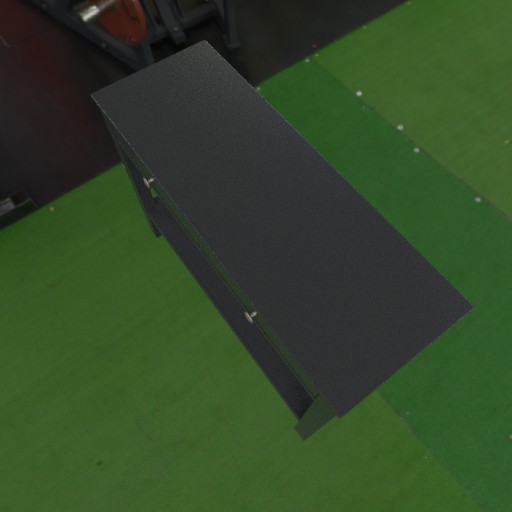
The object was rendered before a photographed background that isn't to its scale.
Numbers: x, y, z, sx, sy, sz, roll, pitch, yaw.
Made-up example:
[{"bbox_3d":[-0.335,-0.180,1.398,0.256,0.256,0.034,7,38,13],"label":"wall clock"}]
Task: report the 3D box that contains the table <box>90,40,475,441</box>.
[{"bbox_3d":[0.000,0.000,1.438,0.397,0.753,1.068,-33,68,-15],"label":"table"}]
